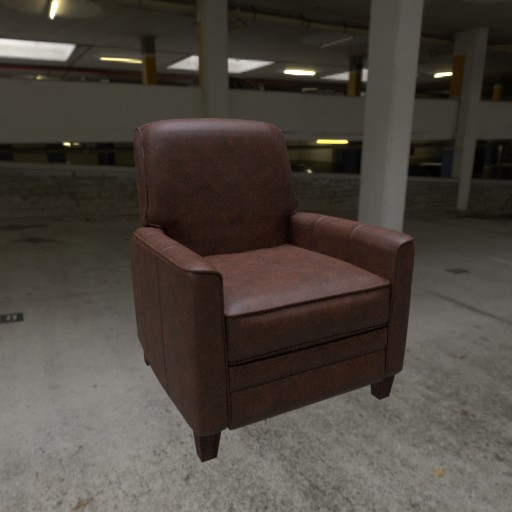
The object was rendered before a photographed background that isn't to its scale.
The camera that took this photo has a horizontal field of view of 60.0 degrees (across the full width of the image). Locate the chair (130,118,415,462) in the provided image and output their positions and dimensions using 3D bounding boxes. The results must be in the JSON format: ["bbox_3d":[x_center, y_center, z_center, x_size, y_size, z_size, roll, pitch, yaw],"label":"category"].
[{"bbox_3d":[0.000,0.000,1.663,0.839,1.010,0.850,-8,17,-27],"label":"chair"}]
